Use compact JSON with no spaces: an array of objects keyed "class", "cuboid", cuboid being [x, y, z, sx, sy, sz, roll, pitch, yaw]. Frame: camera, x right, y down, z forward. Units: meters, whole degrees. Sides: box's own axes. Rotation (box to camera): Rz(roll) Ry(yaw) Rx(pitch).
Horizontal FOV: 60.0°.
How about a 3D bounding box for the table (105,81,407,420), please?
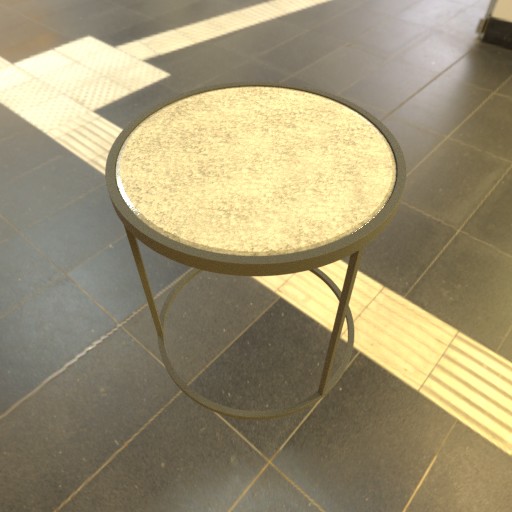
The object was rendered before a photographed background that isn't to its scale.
[{"class":"table","cuboid":[0.000,0.000,0.893,0.470,0.498,0.470,0,48,0]}]
